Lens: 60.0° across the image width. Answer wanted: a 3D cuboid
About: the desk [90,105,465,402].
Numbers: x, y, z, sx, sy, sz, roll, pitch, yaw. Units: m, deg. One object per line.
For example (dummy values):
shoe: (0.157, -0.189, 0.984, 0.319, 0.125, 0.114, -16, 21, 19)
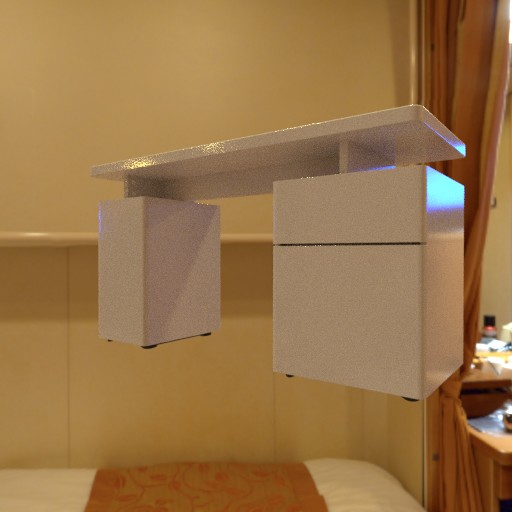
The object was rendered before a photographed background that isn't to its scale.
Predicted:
desk: (0.000, 0.000, 1.725, 1.400, 0.762, 0.550, 0, 1, 36)
